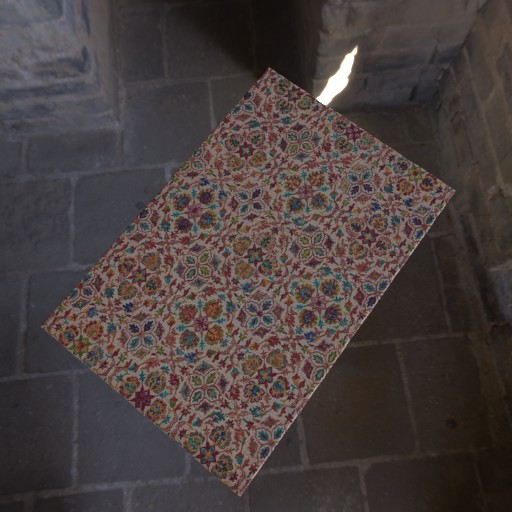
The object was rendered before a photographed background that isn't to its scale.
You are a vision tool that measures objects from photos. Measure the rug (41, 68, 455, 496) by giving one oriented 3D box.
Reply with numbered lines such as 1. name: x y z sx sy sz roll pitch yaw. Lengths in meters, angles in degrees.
1. rug: 0.000 0.000 2.800 1.541 0.018 2.297 37 79 9
